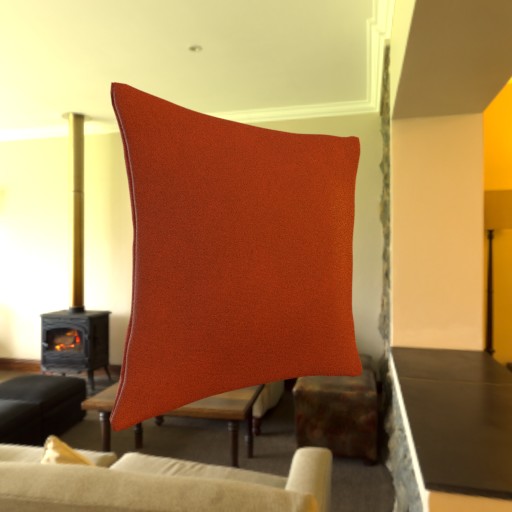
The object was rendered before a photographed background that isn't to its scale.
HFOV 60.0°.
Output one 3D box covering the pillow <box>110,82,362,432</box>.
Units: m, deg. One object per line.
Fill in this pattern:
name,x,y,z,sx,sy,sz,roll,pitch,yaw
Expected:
pillow,0.000,0.000,0.654,0.435,0.416,0.151,0,0,-35
